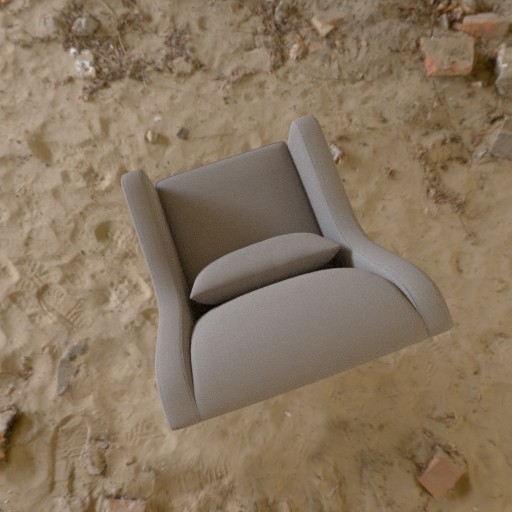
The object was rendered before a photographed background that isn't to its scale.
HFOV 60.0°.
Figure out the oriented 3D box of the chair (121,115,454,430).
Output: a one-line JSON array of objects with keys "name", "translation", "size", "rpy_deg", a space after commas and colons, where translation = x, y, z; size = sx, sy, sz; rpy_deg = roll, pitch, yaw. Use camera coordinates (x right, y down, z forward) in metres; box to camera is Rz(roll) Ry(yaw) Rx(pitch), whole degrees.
[{"name": "chair", "translation": [0.000, 0.000, 1.564], "size": [0.715, 1.010, 0.863], "rpy_deg": [-19, 77, -4]}]
